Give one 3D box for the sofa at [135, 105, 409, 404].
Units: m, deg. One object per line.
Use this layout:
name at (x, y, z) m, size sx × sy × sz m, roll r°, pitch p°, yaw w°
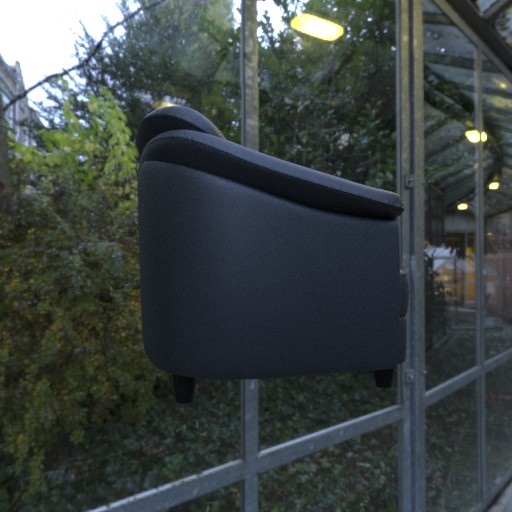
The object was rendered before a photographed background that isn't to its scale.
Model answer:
sofa at (0.000, 0.000, 1.512) m, size 0.794 × 0.811 × 0.870 m, roll 1°, pitch -2°, yaw -19°
